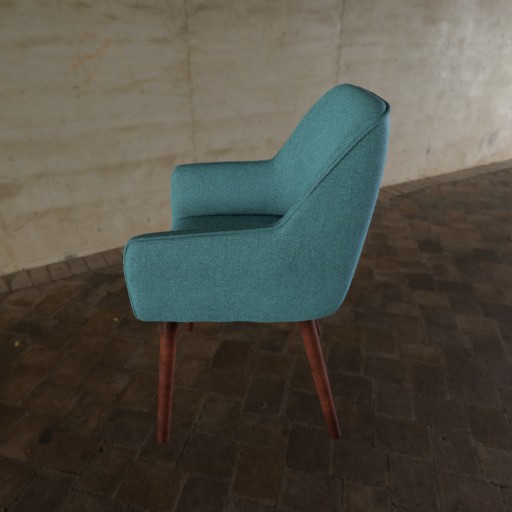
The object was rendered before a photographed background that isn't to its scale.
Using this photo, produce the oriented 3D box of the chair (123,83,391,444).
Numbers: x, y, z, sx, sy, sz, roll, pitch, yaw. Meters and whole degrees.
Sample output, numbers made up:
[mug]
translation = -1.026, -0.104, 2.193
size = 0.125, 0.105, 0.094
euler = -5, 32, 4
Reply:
[chair]
translation = 0.000, 0.000, 1.141
size = 0.519, 0.803, 0.543
euler = 0, 27, 1
